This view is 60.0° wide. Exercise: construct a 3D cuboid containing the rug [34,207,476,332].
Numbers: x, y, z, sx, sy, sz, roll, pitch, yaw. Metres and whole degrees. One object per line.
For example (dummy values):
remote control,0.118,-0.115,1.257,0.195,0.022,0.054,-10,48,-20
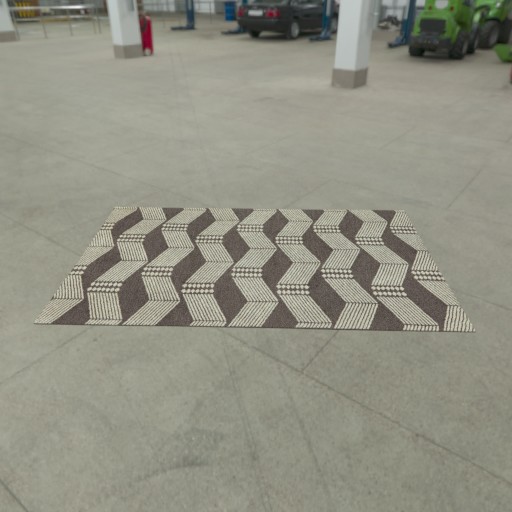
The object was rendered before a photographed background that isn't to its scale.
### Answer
rug,0.000,0.000,3.082,2.435,0.011,1.517,1,31,1
